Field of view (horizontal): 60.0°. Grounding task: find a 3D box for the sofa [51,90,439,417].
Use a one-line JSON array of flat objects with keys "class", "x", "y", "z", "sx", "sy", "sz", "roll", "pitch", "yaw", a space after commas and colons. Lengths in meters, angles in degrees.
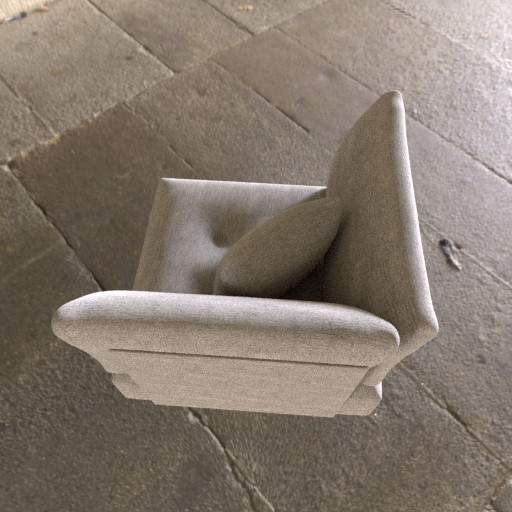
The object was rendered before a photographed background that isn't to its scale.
[{"class": "sofa", "x": 0.000, "y": 0.000, "z": 1.679, "sx": 1.000, "sy": 0.820, "sz": 1.000, "roll": 3, "pitch": 58, "yaw": 2}]
